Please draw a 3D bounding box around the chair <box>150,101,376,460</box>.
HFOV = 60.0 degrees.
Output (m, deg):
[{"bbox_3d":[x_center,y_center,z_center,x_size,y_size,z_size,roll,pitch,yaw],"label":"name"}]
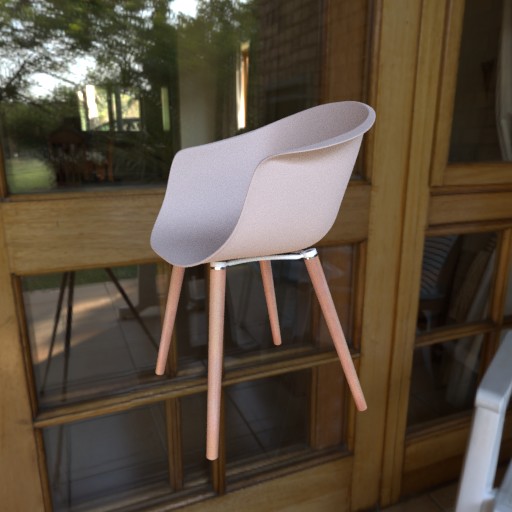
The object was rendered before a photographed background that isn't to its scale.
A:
[{"bbox_3d":[0.000,0.000,1.160,0.504,0.781,0.593,-8,16,-27],"label":"chair"}]
